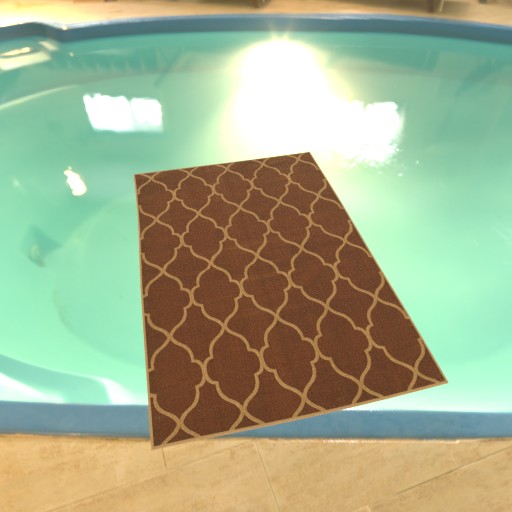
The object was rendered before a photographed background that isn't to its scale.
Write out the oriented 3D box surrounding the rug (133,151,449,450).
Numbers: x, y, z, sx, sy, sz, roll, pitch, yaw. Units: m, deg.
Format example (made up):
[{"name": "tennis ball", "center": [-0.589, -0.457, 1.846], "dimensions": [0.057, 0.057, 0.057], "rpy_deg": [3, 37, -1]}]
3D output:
[{"name": "rug", "center": [0.000, 0.000, 2.950], "dimensions": [1.526, 0.014, 2.290], "rpy_deg": [-9, 46, -9]}]
